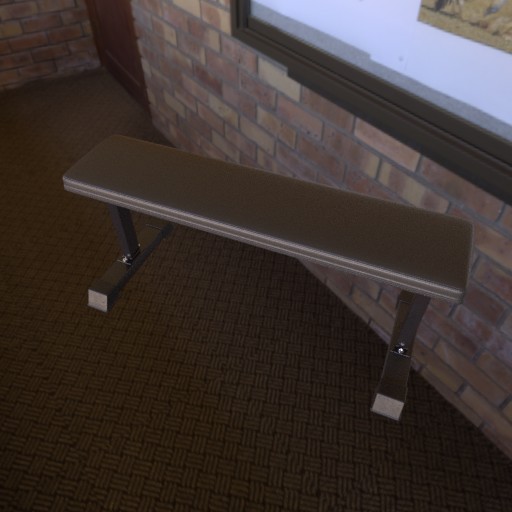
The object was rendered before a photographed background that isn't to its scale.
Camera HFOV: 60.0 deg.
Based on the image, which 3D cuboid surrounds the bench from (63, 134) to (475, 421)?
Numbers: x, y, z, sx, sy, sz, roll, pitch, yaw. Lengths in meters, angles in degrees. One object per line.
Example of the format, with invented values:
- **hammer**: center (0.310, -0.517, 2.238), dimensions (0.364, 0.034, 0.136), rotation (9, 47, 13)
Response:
- **bench**: center (0.000, 0.000, 1.297), dimensions (1.072, 0.453, 0.439), rotation (17, 48, 15)
